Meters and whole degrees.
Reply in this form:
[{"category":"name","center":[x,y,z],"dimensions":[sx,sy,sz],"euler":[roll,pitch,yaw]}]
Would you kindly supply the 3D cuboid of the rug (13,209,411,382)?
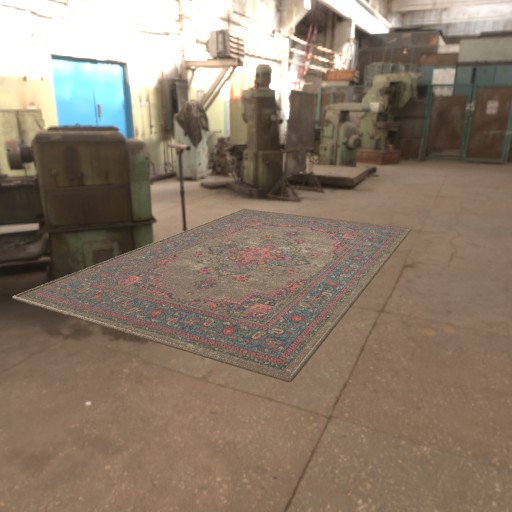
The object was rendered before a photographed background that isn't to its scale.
[{"category":"rug","center":[0.000,0.000,2.133],"dimensions":[1.144,0.014,1.748],"euler":[10,21,27]}]
